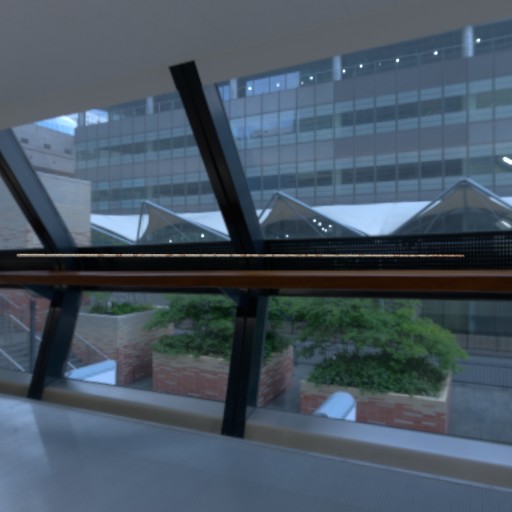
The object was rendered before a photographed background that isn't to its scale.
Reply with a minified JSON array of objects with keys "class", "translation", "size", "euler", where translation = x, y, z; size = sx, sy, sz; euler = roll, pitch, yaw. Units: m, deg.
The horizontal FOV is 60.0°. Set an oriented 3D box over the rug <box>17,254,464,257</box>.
[{"class":"rug","translation":[0.000,0.000,2.653],"size":[2.435,0.011,0.750],"euler":[0,0,-19]}]
